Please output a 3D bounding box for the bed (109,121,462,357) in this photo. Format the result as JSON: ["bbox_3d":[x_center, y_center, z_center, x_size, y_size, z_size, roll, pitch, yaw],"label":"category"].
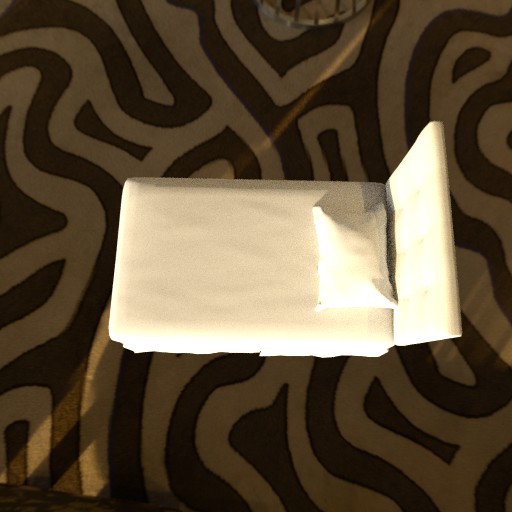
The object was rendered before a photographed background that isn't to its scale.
[{"bbox_3d":[0.000,0.000,2.970,1.997,1.571,1.261,1,76,0],"label":"bed"}]
